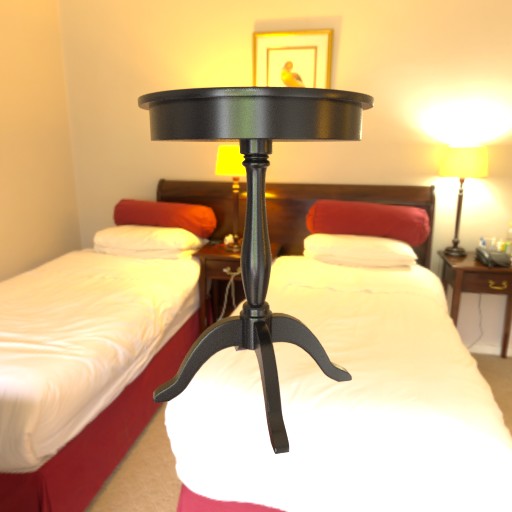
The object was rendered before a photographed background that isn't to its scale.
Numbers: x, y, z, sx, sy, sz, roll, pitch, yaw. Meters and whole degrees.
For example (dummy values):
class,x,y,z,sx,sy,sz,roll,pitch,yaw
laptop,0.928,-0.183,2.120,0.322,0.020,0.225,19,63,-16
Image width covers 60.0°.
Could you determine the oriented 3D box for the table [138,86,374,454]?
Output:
class,x,y,z,sx,sy,sz,roll,pitch,yaw
table,0.000,0.000,1.001,0.481,0.665,0.481,0,14,0
